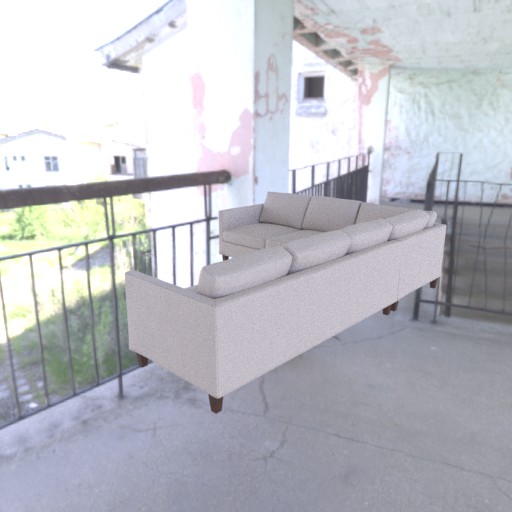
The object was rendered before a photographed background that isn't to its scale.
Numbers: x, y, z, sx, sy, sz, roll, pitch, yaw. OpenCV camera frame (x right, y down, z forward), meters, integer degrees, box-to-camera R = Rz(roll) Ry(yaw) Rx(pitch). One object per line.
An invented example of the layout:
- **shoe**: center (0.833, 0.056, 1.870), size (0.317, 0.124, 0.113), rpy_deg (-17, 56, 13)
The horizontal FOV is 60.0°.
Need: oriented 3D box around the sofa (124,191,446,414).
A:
- **sofa**: center (0.000, 0.000, 4.312), size (2.432, 0.863, 3.182), rpy_deg (14, 20, 42)
